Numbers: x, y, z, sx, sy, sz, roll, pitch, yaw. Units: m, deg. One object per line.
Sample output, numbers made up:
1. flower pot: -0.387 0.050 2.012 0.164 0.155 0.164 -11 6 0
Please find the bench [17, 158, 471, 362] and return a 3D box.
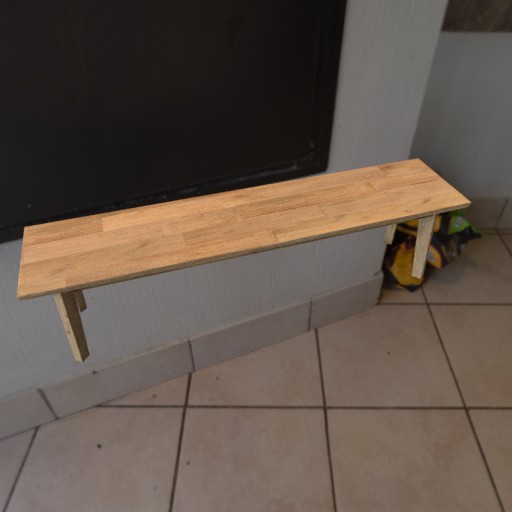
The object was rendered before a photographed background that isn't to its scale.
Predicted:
1. bench: 0.000 0.000 1.861 1.698 0.431 0.378 -12 43 -13
